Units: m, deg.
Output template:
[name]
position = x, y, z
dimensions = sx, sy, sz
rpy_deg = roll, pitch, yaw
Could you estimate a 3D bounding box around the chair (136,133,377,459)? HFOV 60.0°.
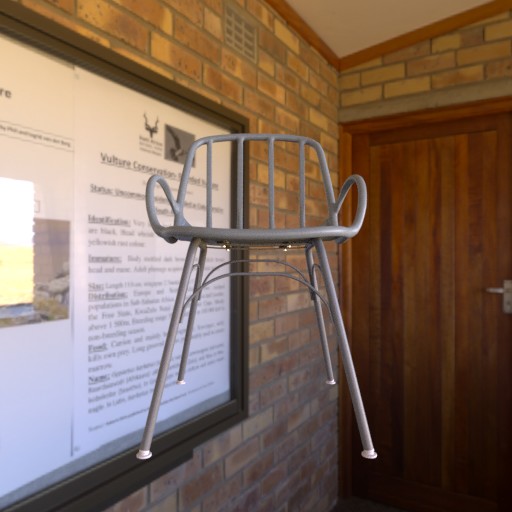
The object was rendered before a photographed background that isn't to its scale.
[chair]
position = 0.000, 0.000, 1.188
dimensions = 0.549, 0.816, 0.597
rpy_deg = 0, 0, 0
